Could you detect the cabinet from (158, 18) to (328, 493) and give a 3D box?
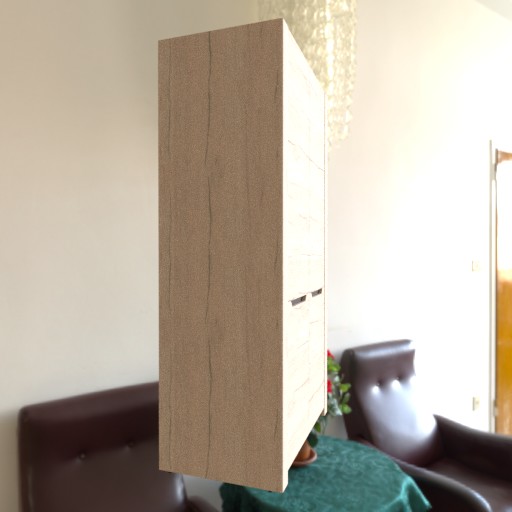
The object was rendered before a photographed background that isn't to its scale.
[{"bbox_3d":[0.000,0.000,2.350,0.580,1.930,0.980,0,1,20],"label":"cabinet"}]
